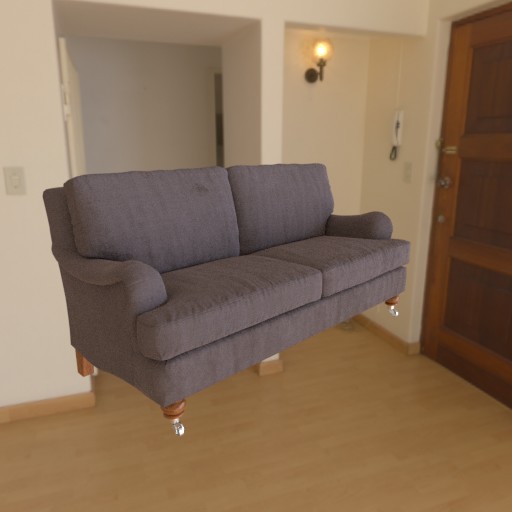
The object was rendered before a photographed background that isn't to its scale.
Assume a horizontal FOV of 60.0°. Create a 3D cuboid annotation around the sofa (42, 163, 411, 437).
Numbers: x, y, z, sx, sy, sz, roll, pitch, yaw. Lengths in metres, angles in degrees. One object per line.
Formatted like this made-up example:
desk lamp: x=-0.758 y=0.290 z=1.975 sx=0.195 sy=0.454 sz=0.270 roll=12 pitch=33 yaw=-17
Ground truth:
sofa: x=0.000 y=0.000 z=2.761 sx=1.086 sy=1.087 sz=2.165 roll=13 pitch=19 yaw=43
